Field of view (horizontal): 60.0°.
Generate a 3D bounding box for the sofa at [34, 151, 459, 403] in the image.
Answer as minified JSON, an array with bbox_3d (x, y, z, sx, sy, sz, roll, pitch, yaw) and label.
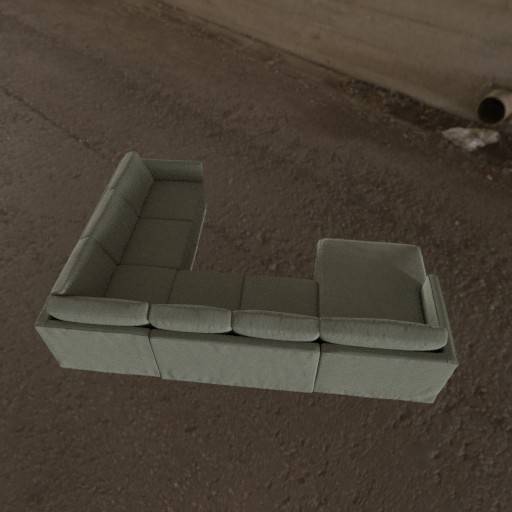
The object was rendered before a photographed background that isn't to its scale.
[{"bbox_3d":[0.000,0.000,4.514,3.434,0.869,2.440,4,47,4],"label":"sofa"}]
